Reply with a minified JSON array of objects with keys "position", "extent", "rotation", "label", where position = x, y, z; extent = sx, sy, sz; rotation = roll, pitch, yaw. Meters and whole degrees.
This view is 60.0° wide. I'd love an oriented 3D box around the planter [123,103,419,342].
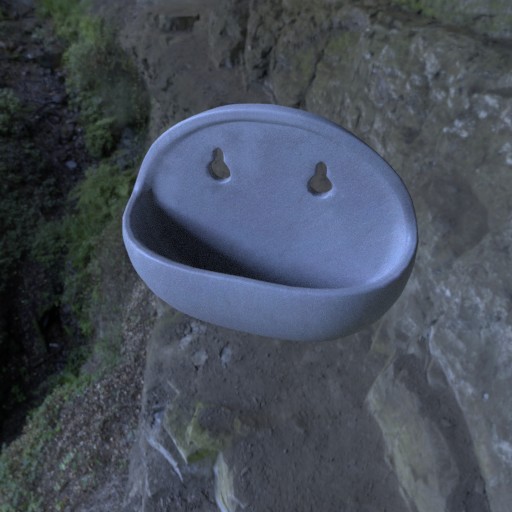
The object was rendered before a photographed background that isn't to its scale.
[{"position":[0.000,0.000,0.274],"extent":[0.190,0.164,0.073],"rotation":[10,43,11],"label":"planter"}]
